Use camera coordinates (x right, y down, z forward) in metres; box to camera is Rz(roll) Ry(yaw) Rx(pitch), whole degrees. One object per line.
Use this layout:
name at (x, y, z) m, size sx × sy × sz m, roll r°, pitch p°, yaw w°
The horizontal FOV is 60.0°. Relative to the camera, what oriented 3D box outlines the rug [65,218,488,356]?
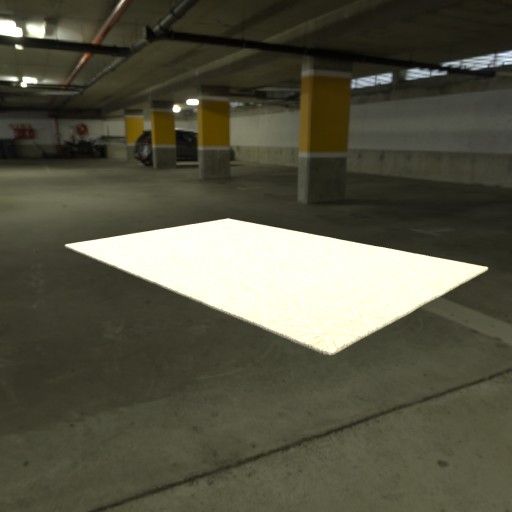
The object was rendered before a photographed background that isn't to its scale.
rug at (0.000, 0.000, 2.263) m, size 1.224 × 0.016 × 1.832 m, roll -14°, pitch 20°, yaw -43°
